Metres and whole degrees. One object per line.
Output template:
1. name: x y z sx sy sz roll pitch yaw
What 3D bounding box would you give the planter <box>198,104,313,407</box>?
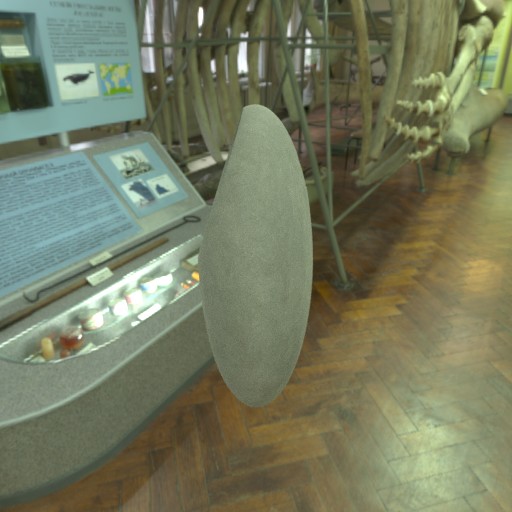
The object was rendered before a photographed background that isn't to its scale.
1. planter: 0.000 0.000 0.290 0.071 0.188 0.185 0 26 0
